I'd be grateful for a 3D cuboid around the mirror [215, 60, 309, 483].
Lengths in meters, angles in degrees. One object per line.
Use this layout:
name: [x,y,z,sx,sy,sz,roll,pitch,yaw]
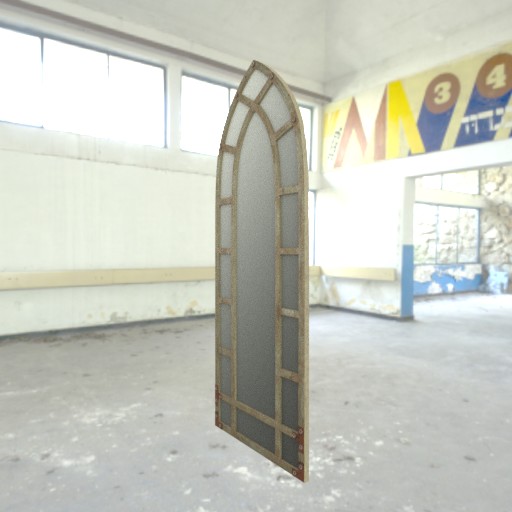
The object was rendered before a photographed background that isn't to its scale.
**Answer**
mirror: [0.000,0.000,1.339,0.025,1.175,0.464,-1,1,-35]
